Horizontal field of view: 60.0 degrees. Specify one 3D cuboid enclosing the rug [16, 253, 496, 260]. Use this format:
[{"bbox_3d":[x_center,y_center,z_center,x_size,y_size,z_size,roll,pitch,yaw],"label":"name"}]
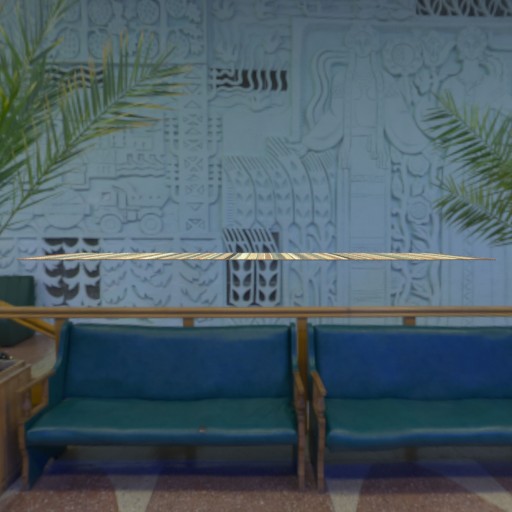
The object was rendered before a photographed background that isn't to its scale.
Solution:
[{"bbox_3d":[0.000,0.000,2.642,2.444,0.010,0.799,0,3,1],"label":"rug"}]
